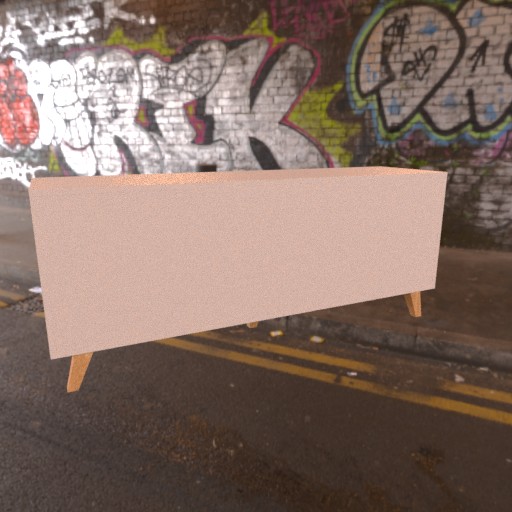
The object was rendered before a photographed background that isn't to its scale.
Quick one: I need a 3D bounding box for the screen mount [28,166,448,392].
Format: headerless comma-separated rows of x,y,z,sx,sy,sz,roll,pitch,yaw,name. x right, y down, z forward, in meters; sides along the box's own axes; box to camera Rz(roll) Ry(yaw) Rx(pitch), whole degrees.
0.000,0.000,1.710,1.490,0.619,0.400,-7,16,-24,screen mount
